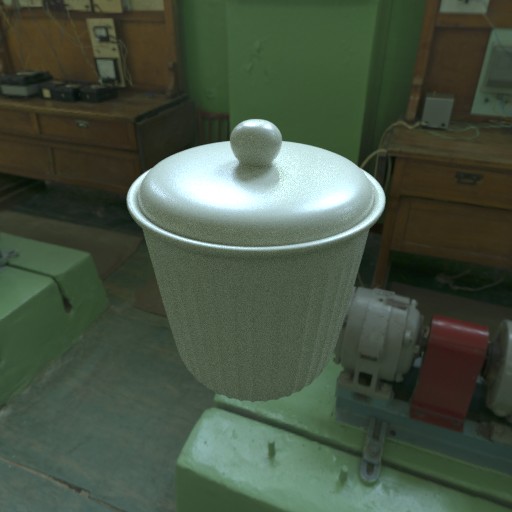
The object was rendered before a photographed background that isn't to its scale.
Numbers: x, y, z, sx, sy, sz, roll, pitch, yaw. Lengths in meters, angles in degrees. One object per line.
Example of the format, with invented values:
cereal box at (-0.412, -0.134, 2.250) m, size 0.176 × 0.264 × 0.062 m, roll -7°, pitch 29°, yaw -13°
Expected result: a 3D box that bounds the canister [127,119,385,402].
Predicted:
canister at (0.000, 0.000, 0.349) m, size 0.181 × 0.211 × 0.181 m, roll 0°, pitch 32°, yaw 0°
